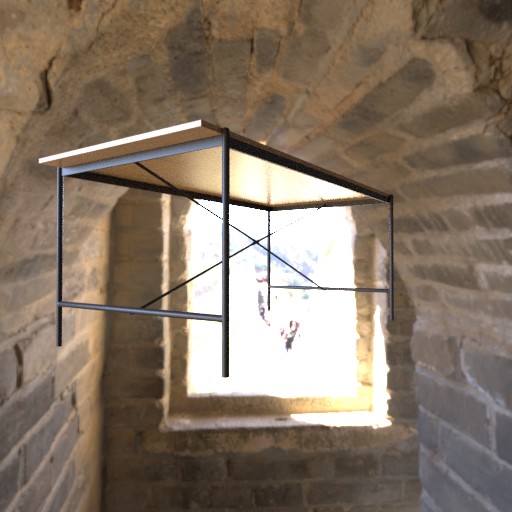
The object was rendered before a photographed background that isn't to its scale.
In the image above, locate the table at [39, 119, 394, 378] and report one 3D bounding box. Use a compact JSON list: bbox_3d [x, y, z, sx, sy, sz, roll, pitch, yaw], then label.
[{"bbox_3d":[0.000,0.000,2.253,0.900,0.758,1.800,-1,-1,34],"label":"table"}]
